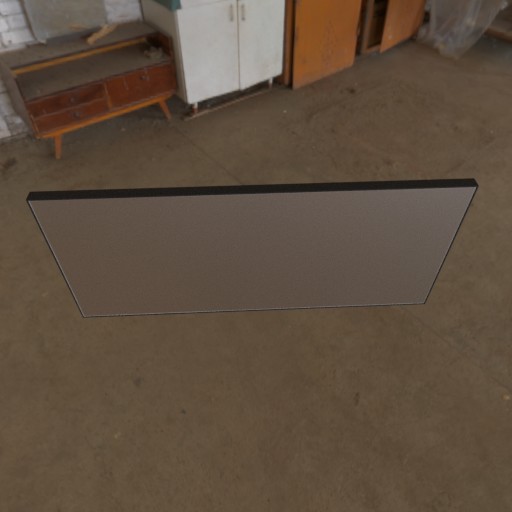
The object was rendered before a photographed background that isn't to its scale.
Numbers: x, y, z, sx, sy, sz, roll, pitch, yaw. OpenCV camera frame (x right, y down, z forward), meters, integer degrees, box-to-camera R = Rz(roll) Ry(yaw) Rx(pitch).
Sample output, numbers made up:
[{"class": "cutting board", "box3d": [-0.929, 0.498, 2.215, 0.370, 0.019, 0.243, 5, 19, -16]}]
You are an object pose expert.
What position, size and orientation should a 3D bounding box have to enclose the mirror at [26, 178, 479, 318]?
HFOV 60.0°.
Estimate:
[{"class": "mirror", "box3d": [0.000, 0.000, 1.813, 1.584, 0.692, 0.047, -2, 47, -2]}]
